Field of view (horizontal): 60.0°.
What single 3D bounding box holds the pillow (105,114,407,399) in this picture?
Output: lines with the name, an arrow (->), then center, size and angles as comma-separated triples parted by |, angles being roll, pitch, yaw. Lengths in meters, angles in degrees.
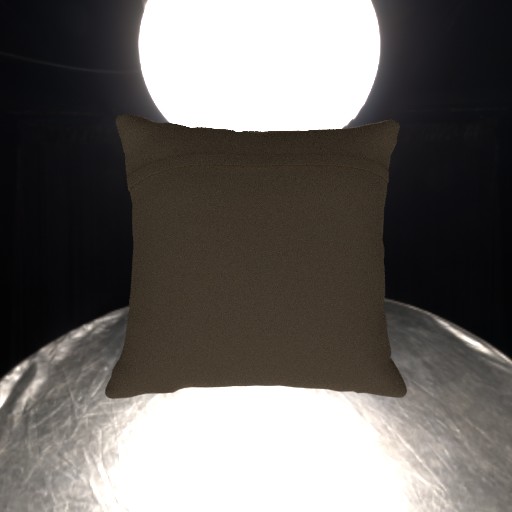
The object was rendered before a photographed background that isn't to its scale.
pillow -> 0.000, 0.000, 0.793 | 0.536, 0.506, 0.229 | 0, -1, 0
